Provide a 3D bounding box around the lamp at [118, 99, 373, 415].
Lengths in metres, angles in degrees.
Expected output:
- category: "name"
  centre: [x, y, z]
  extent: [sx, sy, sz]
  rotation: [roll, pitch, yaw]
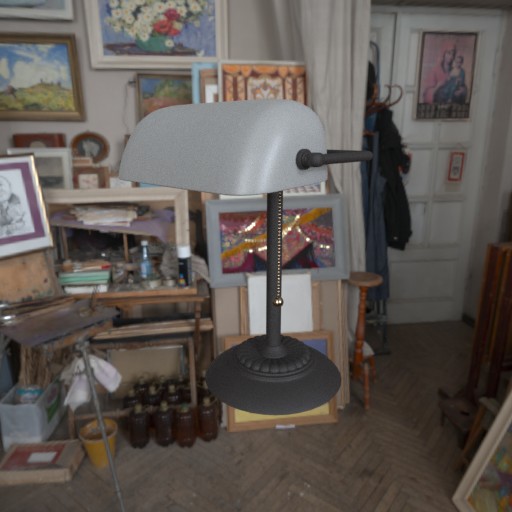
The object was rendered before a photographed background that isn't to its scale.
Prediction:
- category: "lamp"
  centre: [0.000, 0.000, 0.522]
  extent: [0.264, 0.339, 0.243]
  rotation: [15, 22, 43]
